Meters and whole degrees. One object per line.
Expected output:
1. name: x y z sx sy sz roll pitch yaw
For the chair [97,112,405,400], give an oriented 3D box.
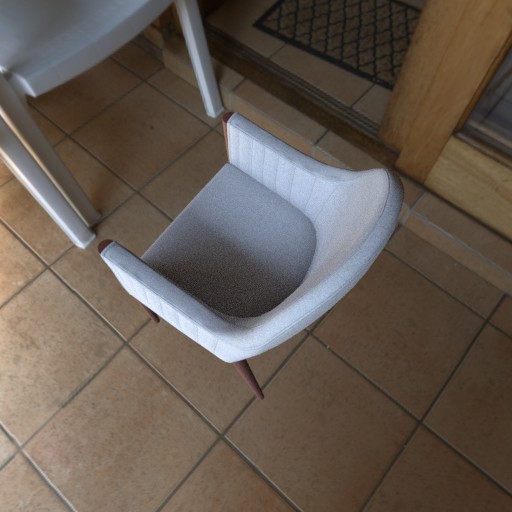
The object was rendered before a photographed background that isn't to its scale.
1. chair: 0.000 0.000 1.322 0.620 0.889 0.610 32 68 15
